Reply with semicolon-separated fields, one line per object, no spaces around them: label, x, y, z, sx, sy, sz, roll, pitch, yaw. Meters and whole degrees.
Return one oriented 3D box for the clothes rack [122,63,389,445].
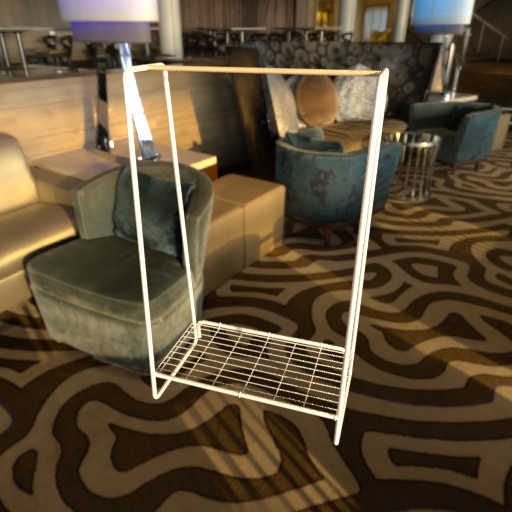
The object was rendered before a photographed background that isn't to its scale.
clothes rack;0.000;0.000;1.910;0.900;1.500;0.495;8;28;16
